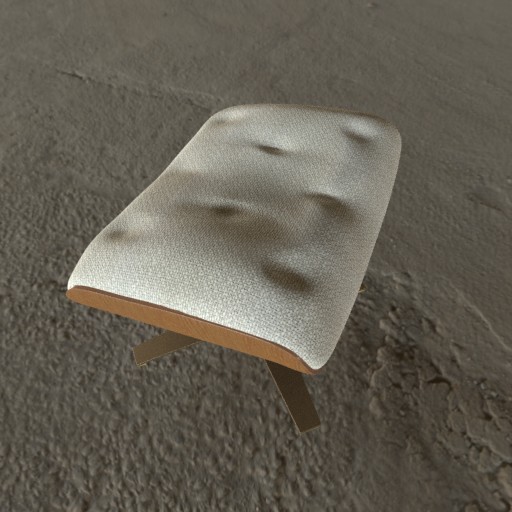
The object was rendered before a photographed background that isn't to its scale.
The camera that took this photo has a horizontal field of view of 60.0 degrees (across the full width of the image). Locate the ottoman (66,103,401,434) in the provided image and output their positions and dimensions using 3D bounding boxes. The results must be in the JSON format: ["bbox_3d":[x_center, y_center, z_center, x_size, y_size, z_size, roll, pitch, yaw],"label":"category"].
[{"bbox_3d":[0.000,0.000,0.804,0.394,0.391,0.520,17,49,16],"label":"ottoman"}]
